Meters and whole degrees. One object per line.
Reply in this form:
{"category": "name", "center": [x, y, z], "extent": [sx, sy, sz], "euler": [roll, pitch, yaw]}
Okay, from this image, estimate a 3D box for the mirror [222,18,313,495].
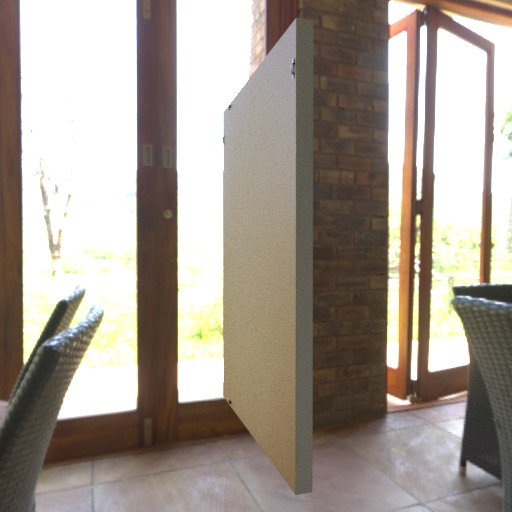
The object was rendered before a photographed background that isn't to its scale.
{"category": "mirror", "center": [0.000, 0.000, 1.143], "extent": [0.040, 0.915, 0.609], "euler": [0, 1, -18]}
